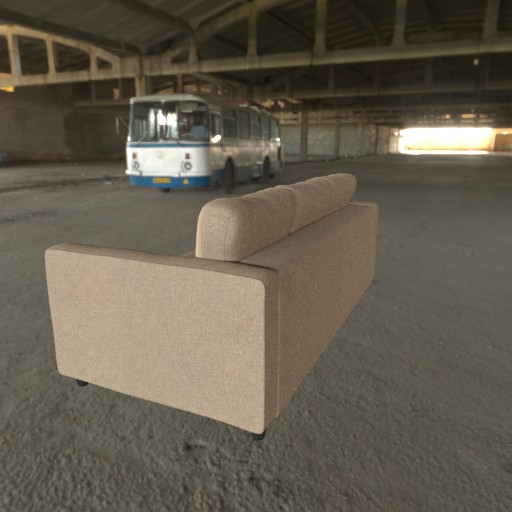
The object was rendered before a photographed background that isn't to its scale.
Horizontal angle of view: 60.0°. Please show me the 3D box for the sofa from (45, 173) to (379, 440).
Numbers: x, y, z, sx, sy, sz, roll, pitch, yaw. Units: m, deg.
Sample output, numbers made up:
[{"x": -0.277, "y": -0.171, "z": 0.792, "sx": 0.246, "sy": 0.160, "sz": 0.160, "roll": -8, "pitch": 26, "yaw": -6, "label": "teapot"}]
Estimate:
[{"x": 0.000, "y": 0.000, "z": 2.337, "sx": 0.930, "sy": 0.800, "sz": 1.855, "roll": 7, "pitch": 16, "yaw": 24, "label": "sofa"}]
